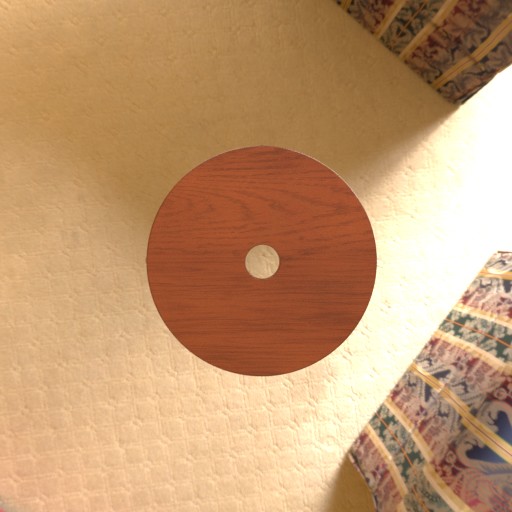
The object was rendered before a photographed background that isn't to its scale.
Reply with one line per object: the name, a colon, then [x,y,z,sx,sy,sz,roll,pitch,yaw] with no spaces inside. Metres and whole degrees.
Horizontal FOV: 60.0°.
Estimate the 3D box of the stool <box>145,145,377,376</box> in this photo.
stool: [0.000,0.000,0.944,0.455,0.610,0.455,0,92,-2]
